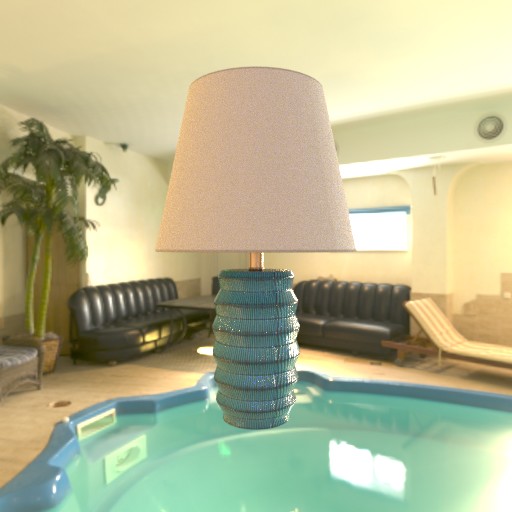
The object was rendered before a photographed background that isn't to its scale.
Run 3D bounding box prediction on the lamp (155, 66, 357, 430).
[{"bbox_3d":[0.000,0.000,0.799,0.355,0.582,0.355,0,1,0],"label":"lamp"}]
